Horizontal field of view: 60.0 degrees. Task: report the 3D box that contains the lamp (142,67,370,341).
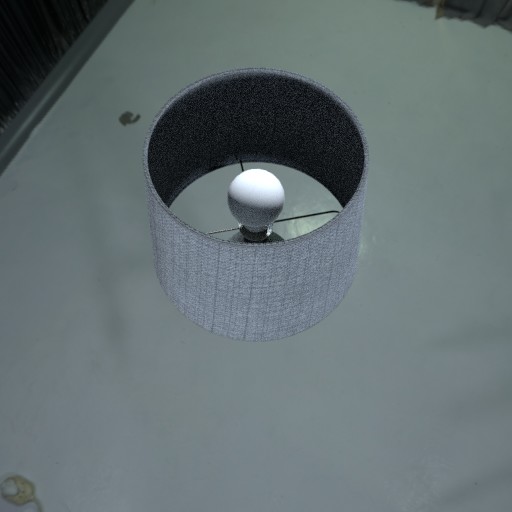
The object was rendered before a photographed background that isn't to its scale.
[{"bbox_3d":[0.000,0.000,0.580,0.251,0.429,0.251,0,64,0],"label":"lamp"}]
